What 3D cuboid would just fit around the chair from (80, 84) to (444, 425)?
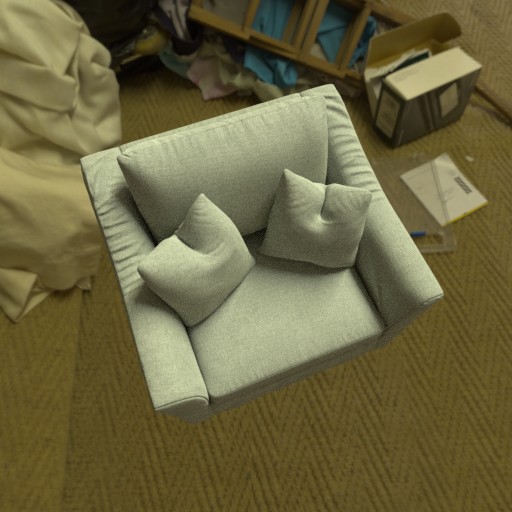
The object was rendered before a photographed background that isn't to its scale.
[{"bbox_3d":[0.000,0.000,2.035,1.194,1.059,1.071,-20,66,-9],"label":"chair"}]
